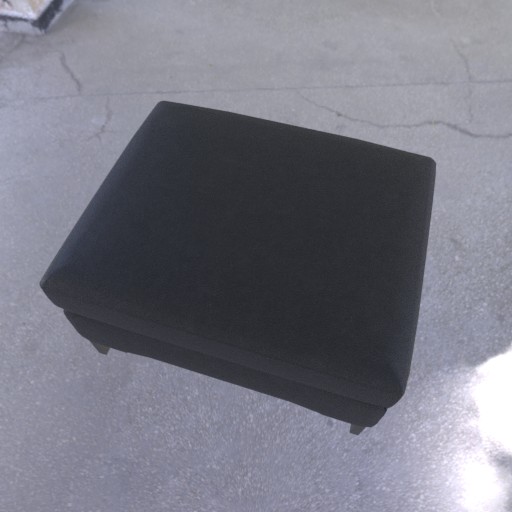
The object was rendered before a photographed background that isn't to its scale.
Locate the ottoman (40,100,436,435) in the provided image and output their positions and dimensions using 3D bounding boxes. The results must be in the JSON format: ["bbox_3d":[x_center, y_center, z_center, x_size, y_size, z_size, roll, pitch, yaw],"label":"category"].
[{"bbox_3d":[0.000,0.000,1.780,1.187,0.696,0.967,15,59,9],"label":"ottoman"}]
